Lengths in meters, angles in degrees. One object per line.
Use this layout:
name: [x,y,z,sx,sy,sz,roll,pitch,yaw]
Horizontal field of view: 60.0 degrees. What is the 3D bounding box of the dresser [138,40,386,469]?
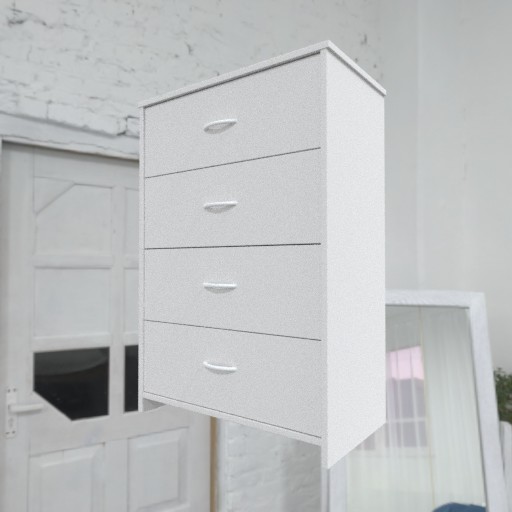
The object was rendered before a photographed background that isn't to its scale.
dresser: [0.000,0.000,1.407,0.704,1.021,0.401,-1,-1,36]
